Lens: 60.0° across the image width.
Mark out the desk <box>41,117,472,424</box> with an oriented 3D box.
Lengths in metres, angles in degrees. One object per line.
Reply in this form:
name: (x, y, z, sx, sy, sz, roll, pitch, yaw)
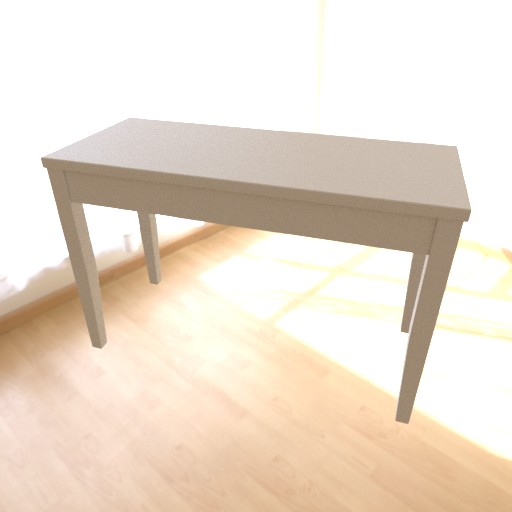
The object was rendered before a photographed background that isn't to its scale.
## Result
desk: (0.000, 0.000, 1.600, 1.220, 0.775, 0.508, 9, 33, 15)
